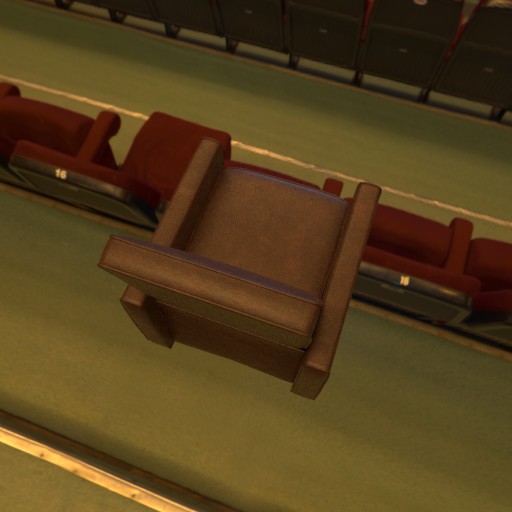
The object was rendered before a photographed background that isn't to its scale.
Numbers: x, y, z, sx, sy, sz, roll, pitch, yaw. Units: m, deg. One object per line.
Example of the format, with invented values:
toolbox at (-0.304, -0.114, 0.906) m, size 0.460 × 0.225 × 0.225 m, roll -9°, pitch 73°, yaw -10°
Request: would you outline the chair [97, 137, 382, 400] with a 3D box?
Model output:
chair at (0.000, 0.000, 1.539) m, size 0.705 × 1.013 × 0.746 m, roll 18°, pitch 64°, yaw 9°
